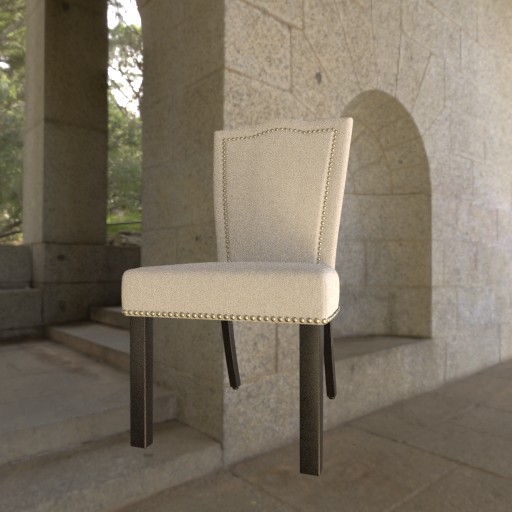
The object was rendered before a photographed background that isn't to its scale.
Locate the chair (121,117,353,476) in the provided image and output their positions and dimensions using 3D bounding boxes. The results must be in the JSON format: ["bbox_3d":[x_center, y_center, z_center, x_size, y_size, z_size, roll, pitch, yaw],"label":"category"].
[{"bbox_3d":[0.000,0.000,1.279,0.518,0.946,0.589,0,-1,19],"label":"chair"}]
